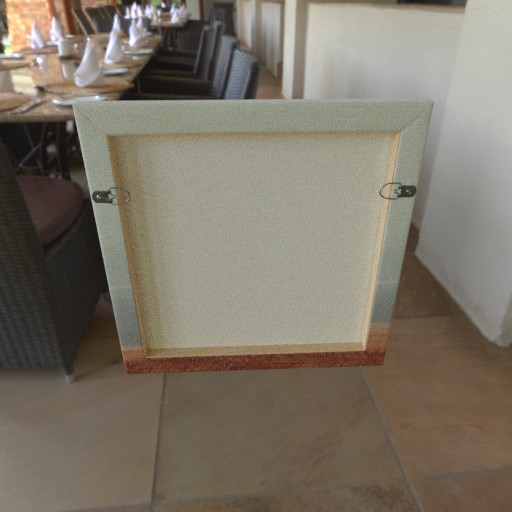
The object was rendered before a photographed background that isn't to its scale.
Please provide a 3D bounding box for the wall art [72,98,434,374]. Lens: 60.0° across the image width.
[{"bbox_3d":[0.000,0.000,0.604,0.405,0.405,0.023,-1,30,-2],"label":"wall art"}]
